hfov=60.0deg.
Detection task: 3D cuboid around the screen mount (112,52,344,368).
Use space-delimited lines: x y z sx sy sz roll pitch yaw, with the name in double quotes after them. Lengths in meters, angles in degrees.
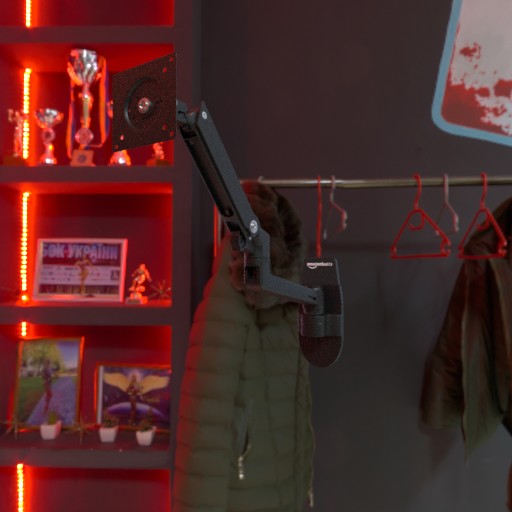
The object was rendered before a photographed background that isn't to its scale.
0.000 0.000 0.745 0.115 0.466 0.495 -1 -1 34 "screen mount"
